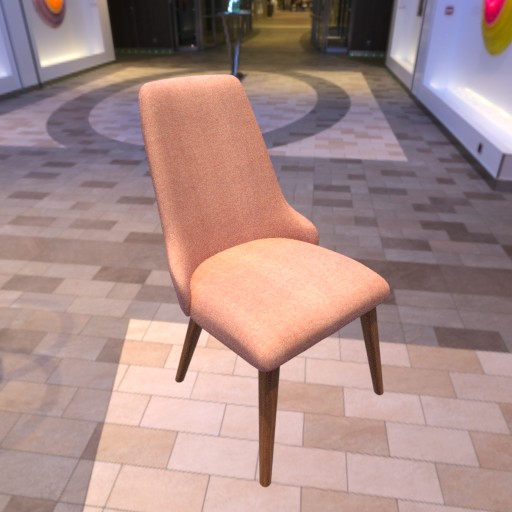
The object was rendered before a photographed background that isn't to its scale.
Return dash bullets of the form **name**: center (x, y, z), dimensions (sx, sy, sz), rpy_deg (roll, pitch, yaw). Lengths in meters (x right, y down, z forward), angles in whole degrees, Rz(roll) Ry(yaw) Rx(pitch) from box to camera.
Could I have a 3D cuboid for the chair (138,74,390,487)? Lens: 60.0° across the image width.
- **chair**: center (0.000, 0.000, 1.314), dimensions (0.535, 0.918, 0.707), rpy_deg (-22, 37, -33)
